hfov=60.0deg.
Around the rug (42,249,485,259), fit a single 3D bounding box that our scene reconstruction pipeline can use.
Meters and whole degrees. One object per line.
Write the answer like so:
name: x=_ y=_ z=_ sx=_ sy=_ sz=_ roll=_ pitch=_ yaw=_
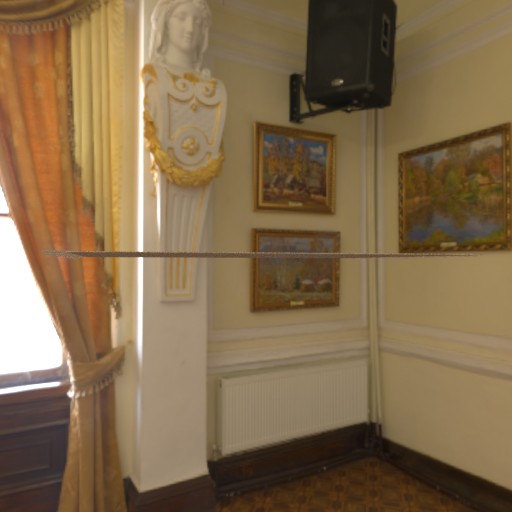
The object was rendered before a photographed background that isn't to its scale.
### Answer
rug: x=0.000 y=0.000 z=3.091 sx=2.523 sy=0.034 sz=1.528 roll=0 pitch=-1 yaw=-17
